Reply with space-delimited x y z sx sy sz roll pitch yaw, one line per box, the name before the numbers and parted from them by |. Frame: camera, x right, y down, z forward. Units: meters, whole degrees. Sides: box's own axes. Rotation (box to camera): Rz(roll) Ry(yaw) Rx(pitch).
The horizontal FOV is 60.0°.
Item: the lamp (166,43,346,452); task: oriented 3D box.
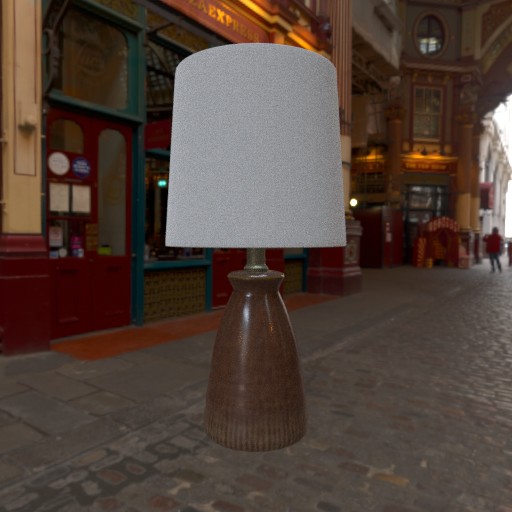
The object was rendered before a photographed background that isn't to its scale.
lamp | 0.000 0.000 0.466 0.186 0.369 0.186 0 3 0
